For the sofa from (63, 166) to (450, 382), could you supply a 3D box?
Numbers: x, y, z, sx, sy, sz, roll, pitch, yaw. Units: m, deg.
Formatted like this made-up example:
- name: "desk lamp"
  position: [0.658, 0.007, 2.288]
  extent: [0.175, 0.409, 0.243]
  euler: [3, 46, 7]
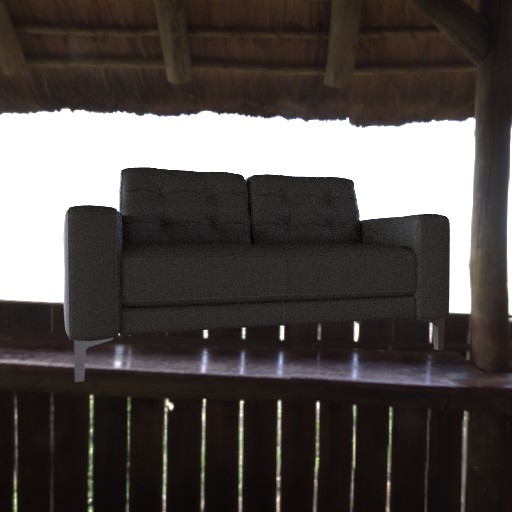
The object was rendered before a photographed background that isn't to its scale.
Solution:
- name: "sofa"
  position: [0.000, 0.000, 2.232]
  extent: [1.726, 0.892, 0.833]
  euler: [0, 2, -18]
